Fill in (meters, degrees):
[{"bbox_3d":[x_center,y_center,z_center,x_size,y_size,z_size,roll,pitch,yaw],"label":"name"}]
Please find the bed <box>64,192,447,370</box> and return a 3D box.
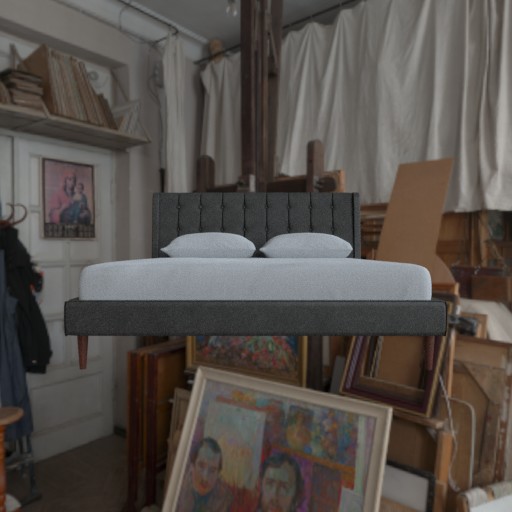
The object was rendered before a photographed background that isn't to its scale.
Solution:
[{"bbox_3d":[0.000,0.000,3.191,1.903,1.158,2.031,0,1,0],"label":"bed"}]
